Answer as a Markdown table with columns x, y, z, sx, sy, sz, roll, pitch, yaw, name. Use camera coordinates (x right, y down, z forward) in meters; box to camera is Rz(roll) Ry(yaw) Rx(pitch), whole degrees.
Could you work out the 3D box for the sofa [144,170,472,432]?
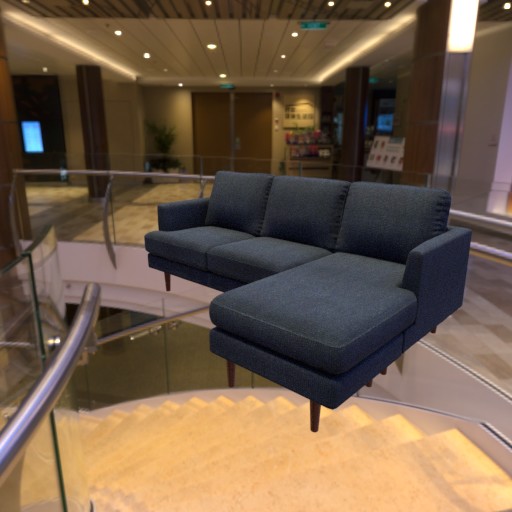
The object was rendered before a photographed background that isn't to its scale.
| x | y | z | sx | sy | sz | roll | pitch | yaw | name |
| --- | --- | --- | --- | --- | --- | --- | --- | --- | --- |
| 0.000 | 0.000 | 2.952 | 2.233 | 0.956 | 1.504 | 14 | 21 | 41 | sofa |
